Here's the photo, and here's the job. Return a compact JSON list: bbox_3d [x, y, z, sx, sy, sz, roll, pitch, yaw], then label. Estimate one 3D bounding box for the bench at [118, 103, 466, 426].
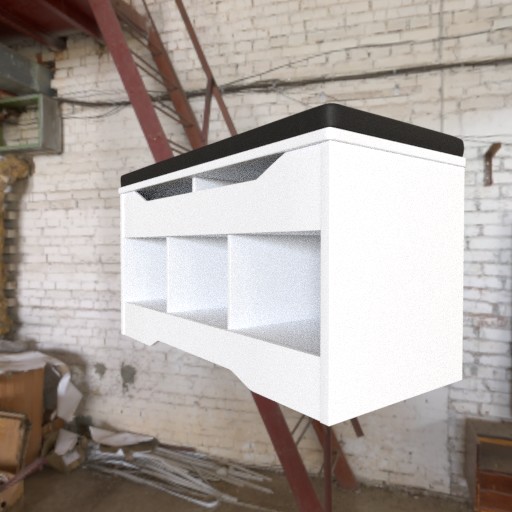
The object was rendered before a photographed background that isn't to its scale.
[{"bbox_3d":[0.000,0.000,1.147,0.401,0.500,0.899,-1,2,-37],"label":"bench"}]
